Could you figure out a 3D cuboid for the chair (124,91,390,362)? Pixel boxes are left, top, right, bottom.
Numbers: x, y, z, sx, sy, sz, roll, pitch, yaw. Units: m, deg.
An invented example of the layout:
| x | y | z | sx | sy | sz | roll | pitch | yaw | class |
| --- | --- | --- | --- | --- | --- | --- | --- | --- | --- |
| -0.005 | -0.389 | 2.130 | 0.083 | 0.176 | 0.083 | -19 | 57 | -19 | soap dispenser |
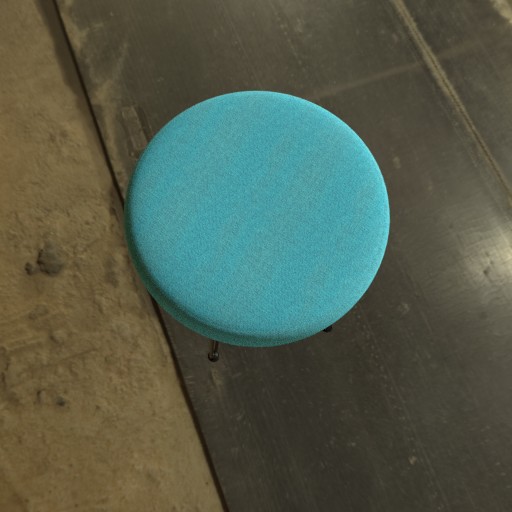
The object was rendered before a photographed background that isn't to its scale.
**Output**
| x | y | z | sx | sy | sz | roll | pitch | yaw | class |
| --- | --- | --- | --- | --- | --- | --- | --- | --- | --- |
| 0.000 | 0.000 | 0.685 | 0.350 | 0.440 | 0.350 | 30 | 77 | 8 | chair |
